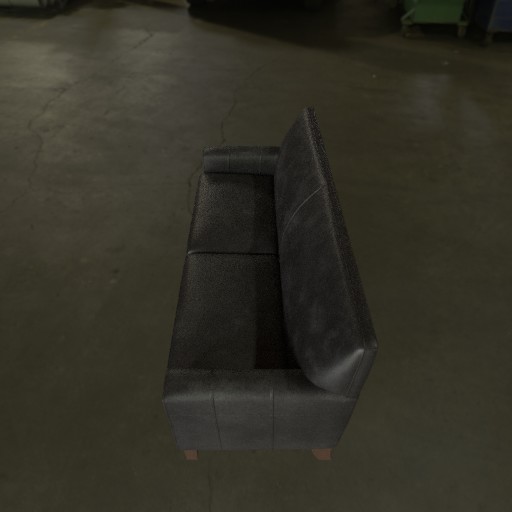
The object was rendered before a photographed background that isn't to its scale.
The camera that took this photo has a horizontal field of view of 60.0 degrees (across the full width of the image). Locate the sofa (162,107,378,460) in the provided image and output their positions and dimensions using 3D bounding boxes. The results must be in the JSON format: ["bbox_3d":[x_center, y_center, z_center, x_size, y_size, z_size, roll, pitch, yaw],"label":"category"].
[{"bbox_3d":[0.000,0.000,2.546,0.805,0.947,2.053,0,41,0],"label":"sofa"}]
